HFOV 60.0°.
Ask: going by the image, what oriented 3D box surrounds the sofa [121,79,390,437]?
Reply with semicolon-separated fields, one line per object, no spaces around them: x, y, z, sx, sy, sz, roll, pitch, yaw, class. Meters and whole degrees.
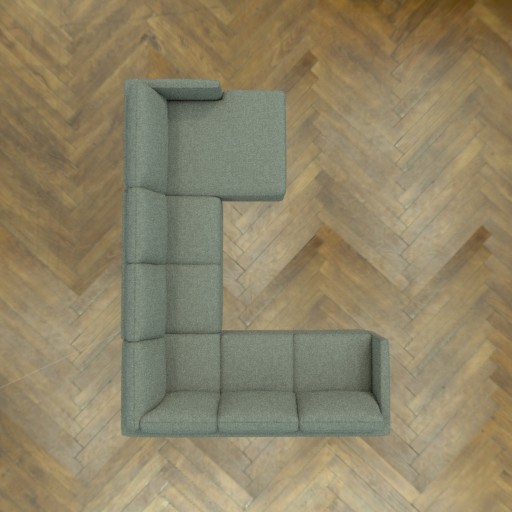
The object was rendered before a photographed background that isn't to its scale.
0.000;0.000;4.425;2.551;0.889;3.403;0;88;-1;sofa
